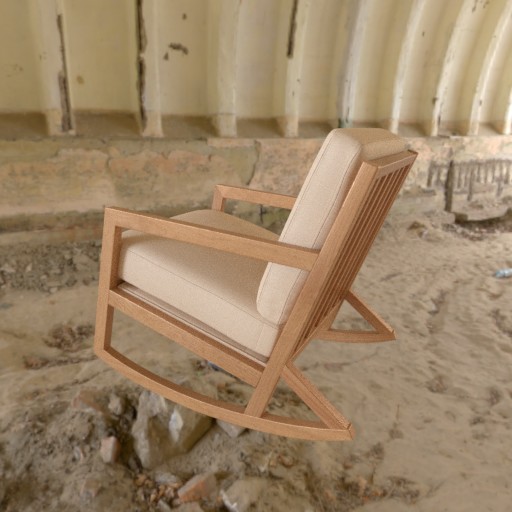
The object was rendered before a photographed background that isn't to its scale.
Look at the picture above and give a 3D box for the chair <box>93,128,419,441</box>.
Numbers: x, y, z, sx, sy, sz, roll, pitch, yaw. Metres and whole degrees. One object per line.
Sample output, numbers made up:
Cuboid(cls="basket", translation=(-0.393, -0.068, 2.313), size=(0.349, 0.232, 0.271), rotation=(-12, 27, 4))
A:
Cuboid(cls="chair", translation=(0.000, 0.000, 1.425), size=(0.857, 0.790, 0.622), rotation=(8, 18, 25))
